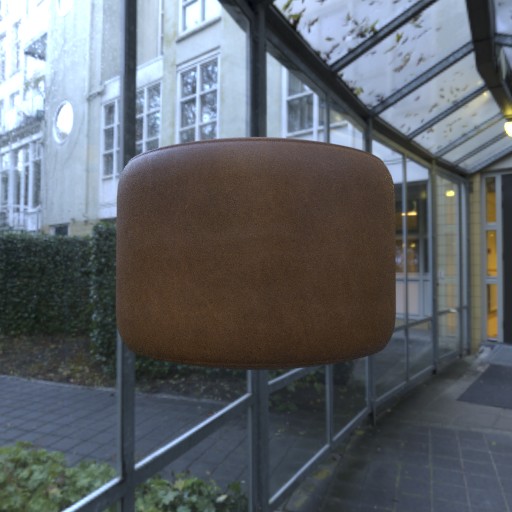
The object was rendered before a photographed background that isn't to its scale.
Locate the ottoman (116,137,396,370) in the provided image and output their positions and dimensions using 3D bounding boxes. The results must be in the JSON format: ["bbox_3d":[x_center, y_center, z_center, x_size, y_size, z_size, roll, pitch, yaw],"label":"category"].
[{"bbox_3d":[0.000,0.000,1.010,0.607,0.438,0.607,0,-1,0],"label":"ottoman"}]
